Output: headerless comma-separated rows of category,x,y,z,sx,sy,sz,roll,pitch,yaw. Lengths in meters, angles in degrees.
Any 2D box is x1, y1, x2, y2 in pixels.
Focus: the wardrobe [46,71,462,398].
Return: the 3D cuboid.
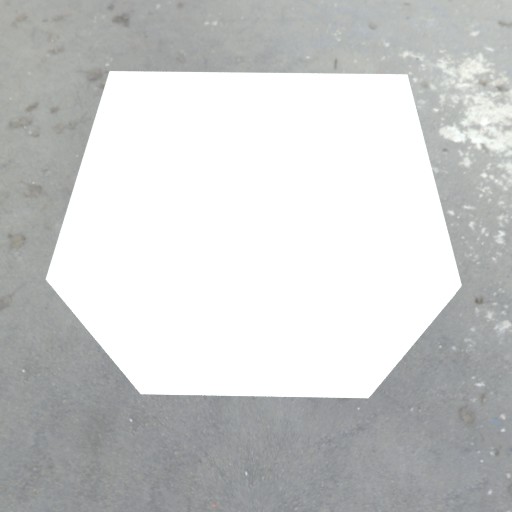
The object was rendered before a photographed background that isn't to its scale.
wardrobe,0.000,0.000,0.857,0.500,0.520,0.400,1,58,1
